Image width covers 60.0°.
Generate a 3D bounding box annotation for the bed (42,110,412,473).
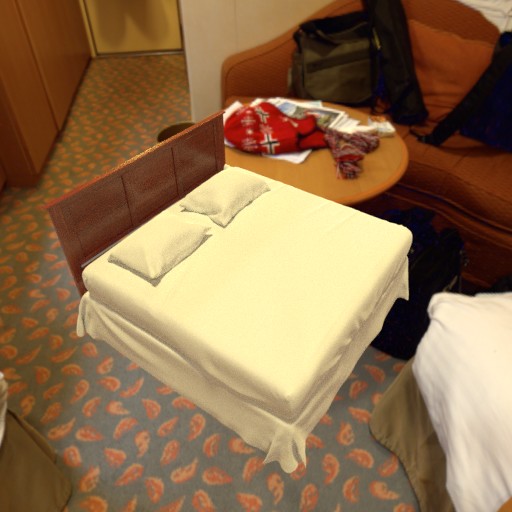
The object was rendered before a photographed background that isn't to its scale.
[{"bbox_3d":[0.000,0.000,3.648,2.219,1.271,2.314,25,47,26],"label":"bed"}]
